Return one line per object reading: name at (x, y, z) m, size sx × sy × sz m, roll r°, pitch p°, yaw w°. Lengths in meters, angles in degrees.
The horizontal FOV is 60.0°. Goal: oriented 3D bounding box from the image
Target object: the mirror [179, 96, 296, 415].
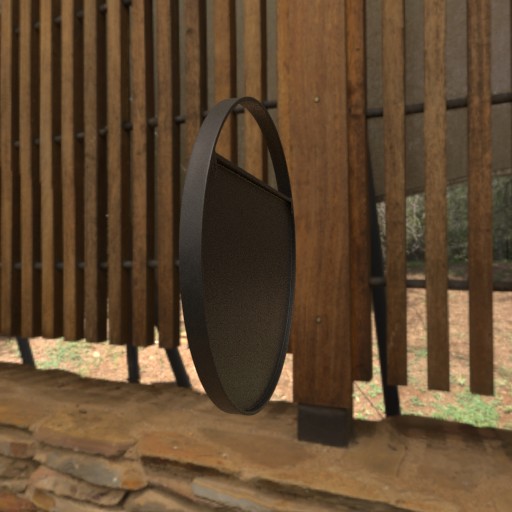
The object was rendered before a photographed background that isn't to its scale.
mirror at (0.000, 0.000, 0.834) m, size 0.032 × 0.565 × 0.565 m, roll 0°, pitch -1°, yaw 17°
